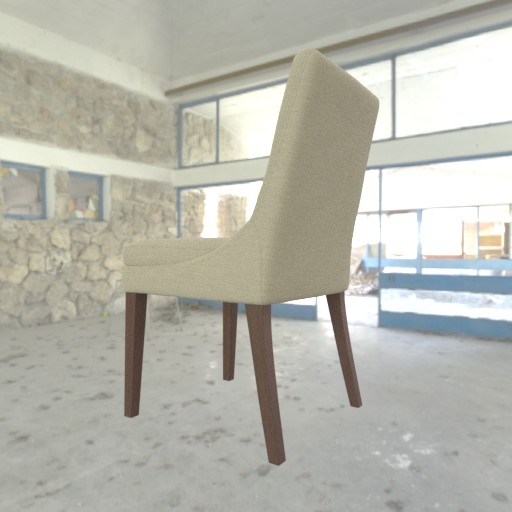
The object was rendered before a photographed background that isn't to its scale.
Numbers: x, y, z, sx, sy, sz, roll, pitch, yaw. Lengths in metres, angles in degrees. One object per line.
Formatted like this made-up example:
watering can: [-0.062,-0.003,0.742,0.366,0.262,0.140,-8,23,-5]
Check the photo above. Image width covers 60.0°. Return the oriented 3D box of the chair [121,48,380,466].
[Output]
chair: [0.000,0.000,1.314,0.638,0.940,0.515,0,1,36]
